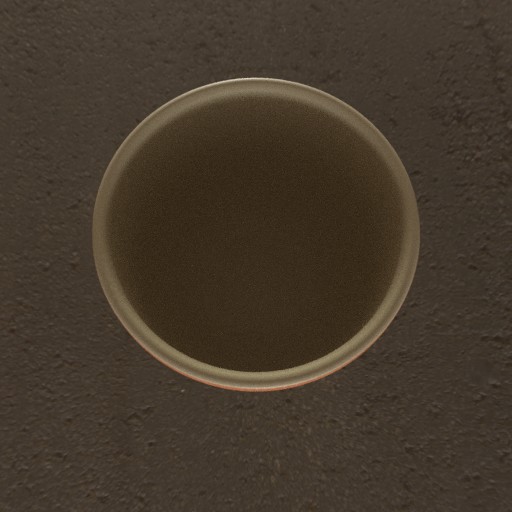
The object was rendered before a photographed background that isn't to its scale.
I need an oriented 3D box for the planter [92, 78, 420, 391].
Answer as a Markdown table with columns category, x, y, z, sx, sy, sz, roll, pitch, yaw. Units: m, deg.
| category | x | y | z | sx | sy | sz | roll | pitch | yaw |
| --- | --- | --- | --- | --- | --- | --- | --- | --- | --- |
| planter | 0.000 | 0.000 | 0.217 | 0.124 | 0.109 | 0.124 | 0 | 75 | 0 |
